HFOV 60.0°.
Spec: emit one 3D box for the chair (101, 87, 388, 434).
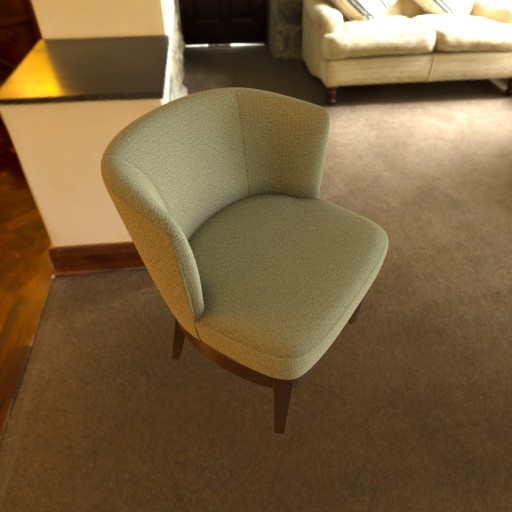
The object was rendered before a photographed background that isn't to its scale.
[{"bbox_3d":[0.000,0.000,1.314,0.660,0.760,0.700,24,47,24],"label":"chair"}]
